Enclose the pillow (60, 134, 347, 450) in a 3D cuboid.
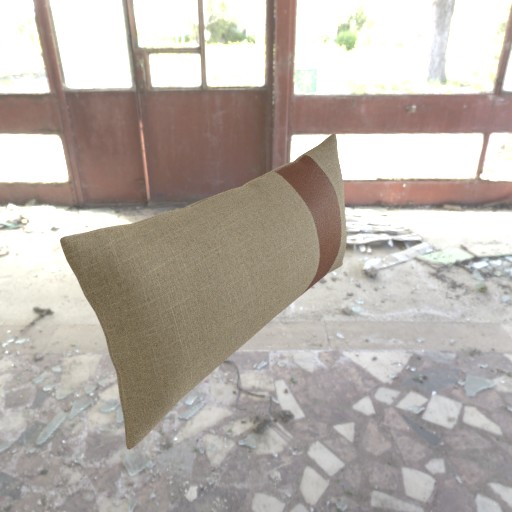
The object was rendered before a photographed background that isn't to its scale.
[{"bbox_3d":[0.000,0.000,0.722,0.155,0.282,0.612,18,33,31],"label":"pillow"}]
